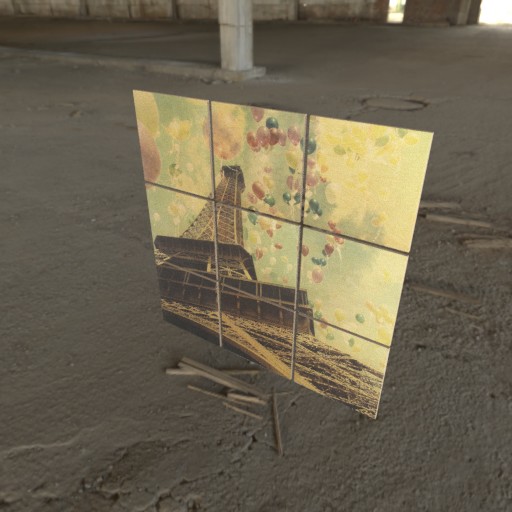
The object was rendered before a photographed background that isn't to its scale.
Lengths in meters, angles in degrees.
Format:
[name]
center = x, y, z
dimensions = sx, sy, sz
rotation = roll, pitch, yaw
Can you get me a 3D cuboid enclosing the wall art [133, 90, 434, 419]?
[wall art]
center = 0.000, 0.000, 1.873
dimensions = 1.219, 1.218, 0.013
rotation = 18, 35, 28
